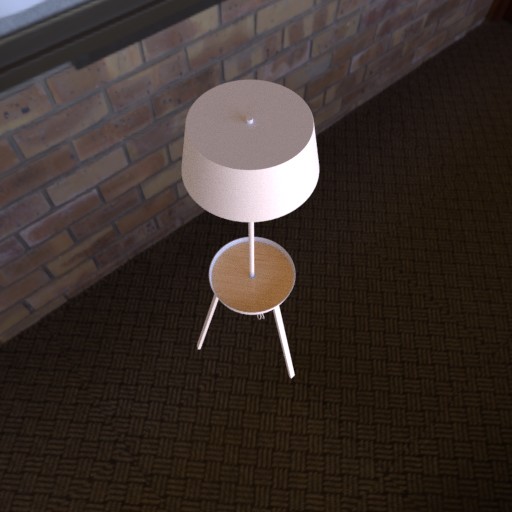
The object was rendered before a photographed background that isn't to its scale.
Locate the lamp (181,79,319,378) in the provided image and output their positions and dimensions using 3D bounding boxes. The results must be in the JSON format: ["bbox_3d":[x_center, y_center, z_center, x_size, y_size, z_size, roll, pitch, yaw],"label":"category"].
[{"bbox_3d":[0.000,0.000,1.674,0.508,1.429,0.468,15,60,9],"label":"lamp"}]
